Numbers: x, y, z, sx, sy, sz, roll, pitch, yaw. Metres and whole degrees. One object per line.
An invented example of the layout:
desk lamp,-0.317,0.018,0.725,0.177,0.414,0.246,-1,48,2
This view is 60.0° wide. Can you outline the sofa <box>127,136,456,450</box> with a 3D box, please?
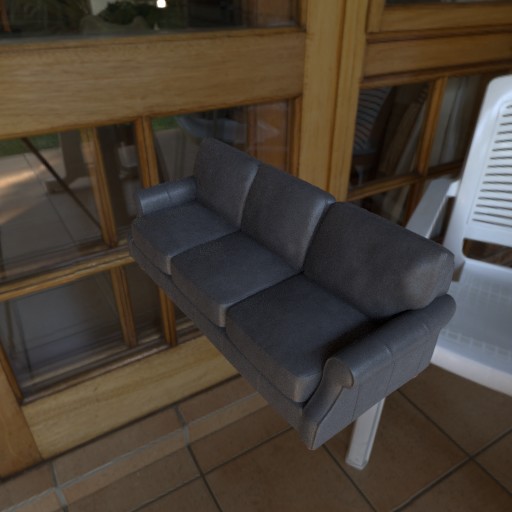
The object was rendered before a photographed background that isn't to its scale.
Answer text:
sofa,0.000,0.000,2.913,0.974,0.977,2.387,-21,38,-30
